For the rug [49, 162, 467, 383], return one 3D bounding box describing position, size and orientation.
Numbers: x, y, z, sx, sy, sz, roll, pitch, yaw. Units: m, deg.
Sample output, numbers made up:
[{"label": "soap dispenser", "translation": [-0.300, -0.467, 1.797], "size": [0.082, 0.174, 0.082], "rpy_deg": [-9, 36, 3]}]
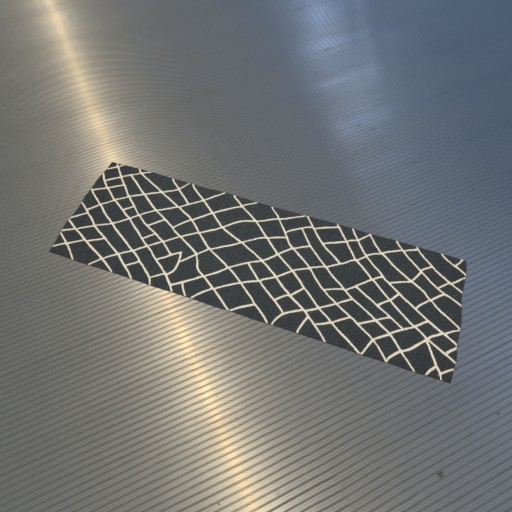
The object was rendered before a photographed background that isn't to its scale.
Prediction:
[{"label": "rug", "translation": [0.000, 0.000, 2.728], "size": [2.476, 0.010, 0.807], "rpy_deg": [17, 60, 10]}]
